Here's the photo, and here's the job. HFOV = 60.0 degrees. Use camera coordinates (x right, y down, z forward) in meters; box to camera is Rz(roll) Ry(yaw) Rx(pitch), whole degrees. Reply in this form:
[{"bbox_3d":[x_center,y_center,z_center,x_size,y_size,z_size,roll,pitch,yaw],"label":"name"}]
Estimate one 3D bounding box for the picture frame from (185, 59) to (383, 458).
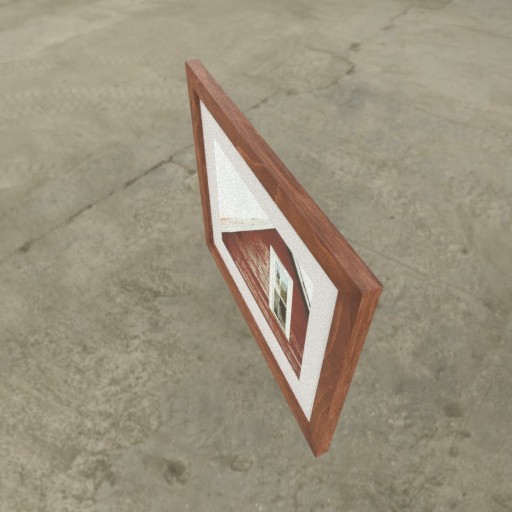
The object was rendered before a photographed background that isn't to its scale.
[{"bbox_3d":[0.000,0.000,0.770,0.025,0.457,0.559,-18,50,-16],"label":"picture frame"}]
